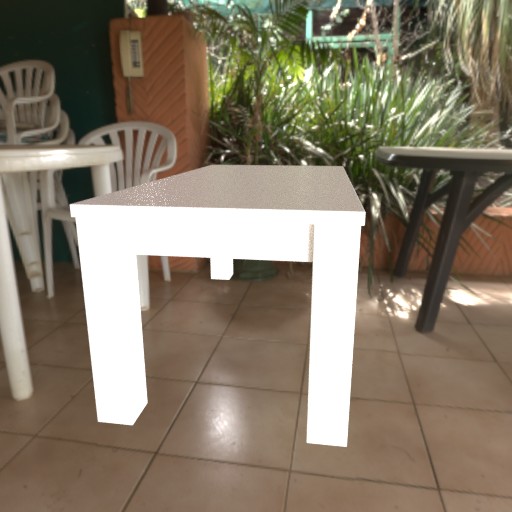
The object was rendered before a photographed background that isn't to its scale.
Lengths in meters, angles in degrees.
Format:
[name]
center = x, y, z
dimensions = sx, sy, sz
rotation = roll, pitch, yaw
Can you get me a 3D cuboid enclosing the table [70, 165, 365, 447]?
[table]
center = 0.000, 0.000, 2.276
dimensions = 0.900, 0.790, 1.800
rotation = 2, 16, 8
